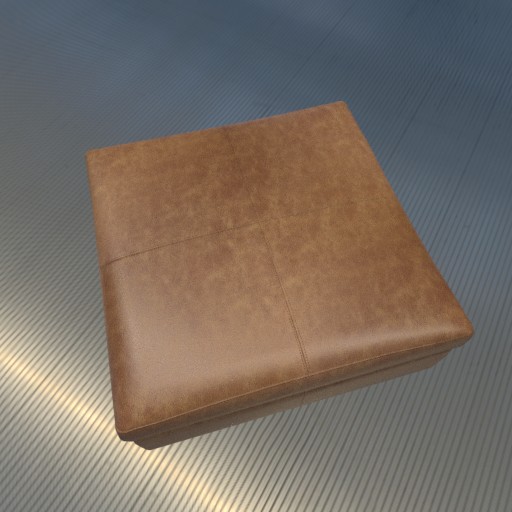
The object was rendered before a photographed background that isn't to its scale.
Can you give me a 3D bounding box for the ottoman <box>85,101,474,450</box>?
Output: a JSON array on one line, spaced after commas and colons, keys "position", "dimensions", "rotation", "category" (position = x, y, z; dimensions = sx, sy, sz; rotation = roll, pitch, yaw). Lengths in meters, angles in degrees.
[{"position": [0.000, 0.000, 1.786], "dimensions": [1.169, 0.483, 1.168], "rotation": [-14, 60, -8], "category": "ottoman"}]
